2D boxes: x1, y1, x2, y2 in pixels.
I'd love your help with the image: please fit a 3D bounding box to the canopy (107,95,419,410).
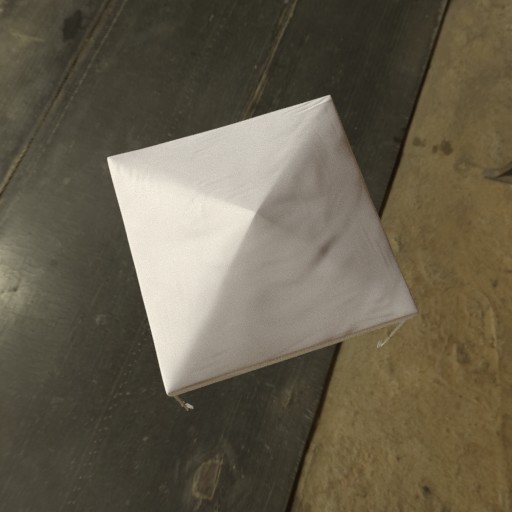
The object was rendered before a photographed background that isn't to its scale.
[{"bbox_3d":[0.000,0.000,6.386,3.600,3.600,3.599,-17,76,-4],"label":"canopy"}]
